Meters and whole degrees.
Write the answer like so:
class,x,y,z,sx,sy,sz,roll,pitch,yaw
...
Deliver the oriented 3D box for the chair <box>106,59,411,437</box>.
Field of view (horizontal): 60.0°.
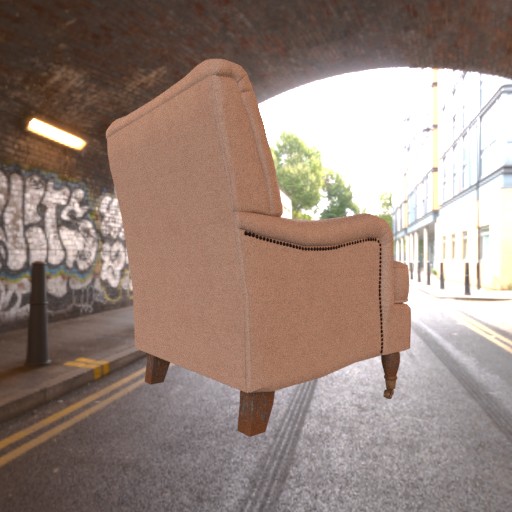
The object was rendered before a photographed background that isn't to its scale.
class,x,y,z,sx,sy,sz,roll,pitch,yaw
chair,0.000,0.000,1.798,0.953,1.119,0.879,0,0,-38
